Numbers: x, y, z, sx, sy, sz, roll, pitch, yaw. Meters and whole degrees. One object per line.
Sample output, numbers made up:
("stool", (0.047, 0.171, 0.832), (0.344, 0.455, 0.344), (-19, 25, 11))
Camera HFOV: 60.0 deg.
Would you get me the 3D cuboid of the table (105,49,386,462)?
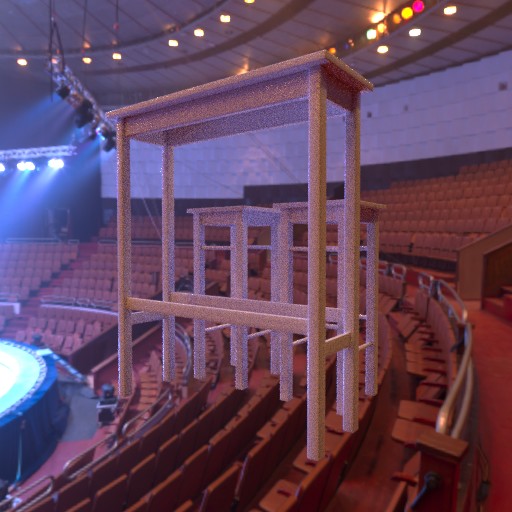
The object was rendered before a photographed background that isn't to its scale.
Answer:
("table", (0.000, 0.000, 1.653), (0.915, 1.065, 0.650), (1, 2, 37))
